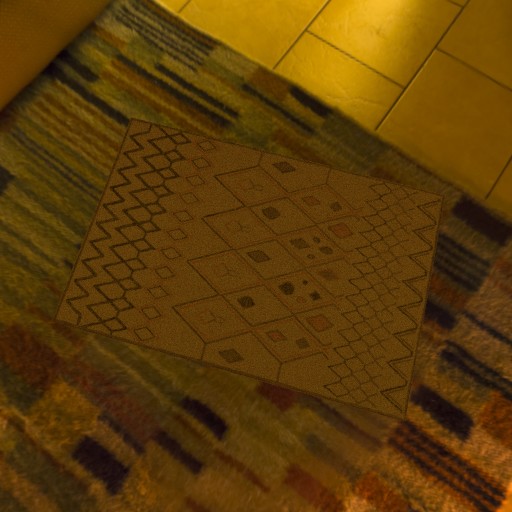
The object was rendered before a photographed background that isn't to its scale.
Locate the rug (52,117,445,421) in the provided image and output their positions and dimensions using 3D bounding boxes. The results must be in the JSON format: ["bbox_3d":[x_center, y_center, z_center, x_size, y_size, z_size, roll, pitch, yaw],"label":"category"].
[{"bbox_3d":[0.000,0.000,2.355,1.829,0.016,1.219,15,76,4],"label":"rug"}]
